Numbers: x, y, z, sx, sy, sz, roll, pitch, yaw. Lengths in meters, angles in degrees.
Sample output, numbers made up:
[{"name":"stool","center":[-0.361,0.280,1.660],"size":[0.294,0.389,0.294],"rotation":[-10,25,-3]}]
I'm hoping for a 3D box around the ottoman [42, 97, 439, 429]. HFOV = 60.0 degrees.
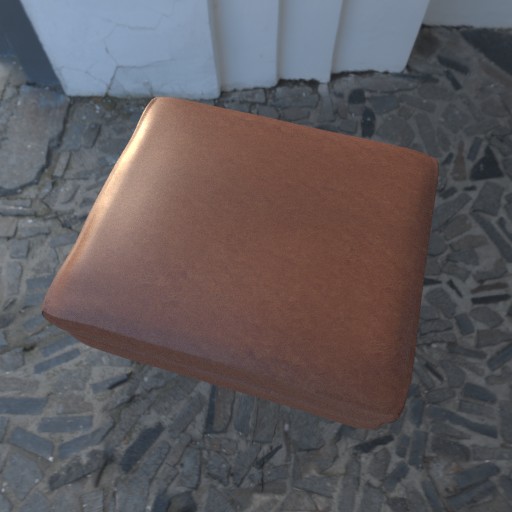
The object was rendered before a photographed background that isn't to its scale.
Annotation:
[{"name":"ottoman","center":[0.000,0.000,1.442],"size":[0.987,0.472,0.836],"rotation":[15,65,7]}]
